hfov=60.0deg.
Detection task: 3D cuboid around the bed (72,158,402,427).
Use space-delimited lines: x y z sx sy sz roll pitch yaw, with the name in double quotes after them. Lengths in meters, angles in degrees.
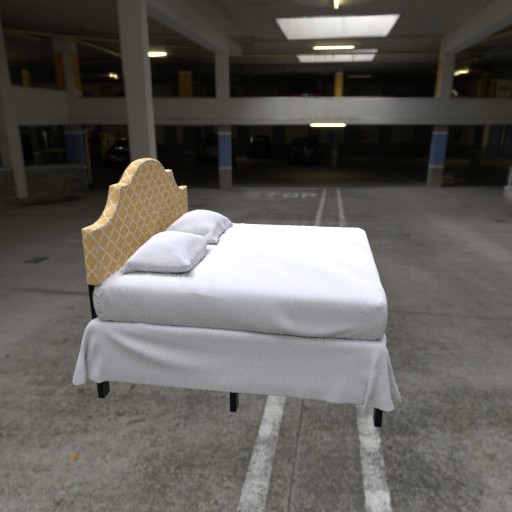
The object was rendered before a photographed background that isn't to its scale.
0.000 0.000 3.773 2.222 1.601 2.314 3 17 9 "bed"
